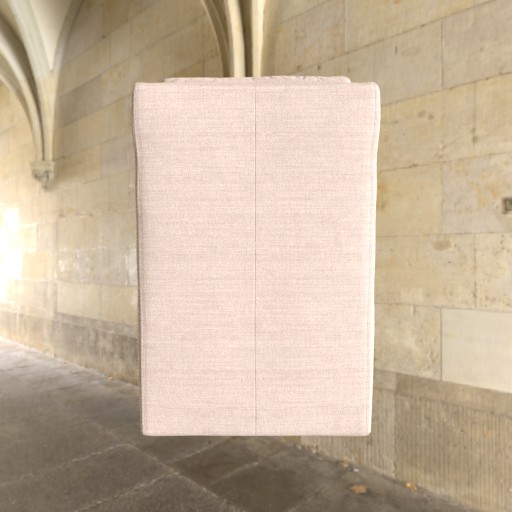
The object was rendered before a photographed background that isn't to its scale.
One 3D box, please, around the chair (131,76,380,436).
[{"bbox_3d":[0.000,0.000,1.368,0.626,0.914,0.694,0,-1,0],"label":"chair"}]
